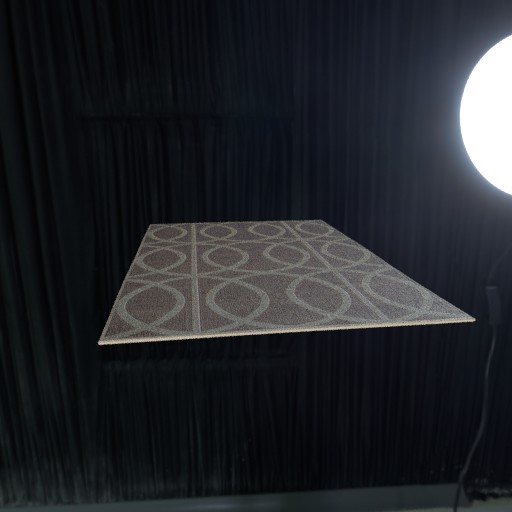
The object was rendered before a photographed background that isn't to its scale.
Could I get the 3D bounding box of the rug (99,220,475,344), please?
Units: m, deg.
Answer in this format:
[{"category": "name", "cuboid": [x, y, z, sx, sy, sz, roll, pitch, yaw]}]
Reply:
[{"category": "rug", "cuboid": [0.000, 0.000, 2.833, 1.526, 0.014, 2.290, -2, 15, -8]}]
